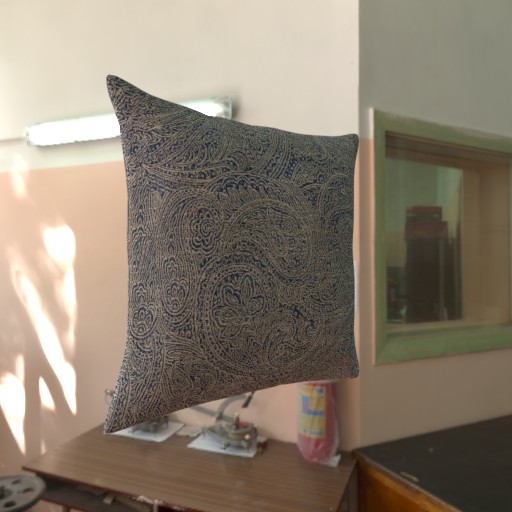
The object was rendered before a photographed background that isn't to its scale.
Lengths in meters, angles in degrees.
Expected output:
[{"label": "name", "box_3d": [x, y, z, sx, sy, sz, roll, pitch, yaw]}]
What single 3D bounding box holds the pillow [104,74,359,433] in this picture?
[{"label": "pillow", "box_3d": [0.000, 0.000, 0.777, 0.523, 0.510, 0.166, 1, -1, -35]}]
